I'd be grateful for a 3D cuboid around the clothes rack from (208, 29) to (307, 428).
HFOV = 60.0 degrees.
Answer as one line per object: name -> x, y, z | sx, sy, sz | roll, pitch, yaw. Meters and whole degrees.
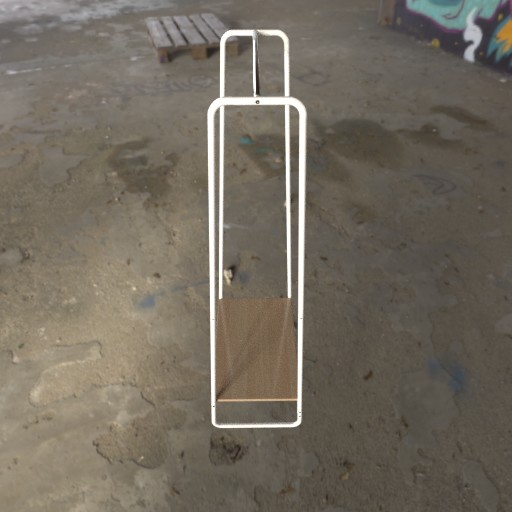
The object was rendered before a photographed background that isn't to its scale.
clothes rack -> 0.000, 0.000, 1.761 | 0.400, 1.500, 0.640 | 0, 40, -1
